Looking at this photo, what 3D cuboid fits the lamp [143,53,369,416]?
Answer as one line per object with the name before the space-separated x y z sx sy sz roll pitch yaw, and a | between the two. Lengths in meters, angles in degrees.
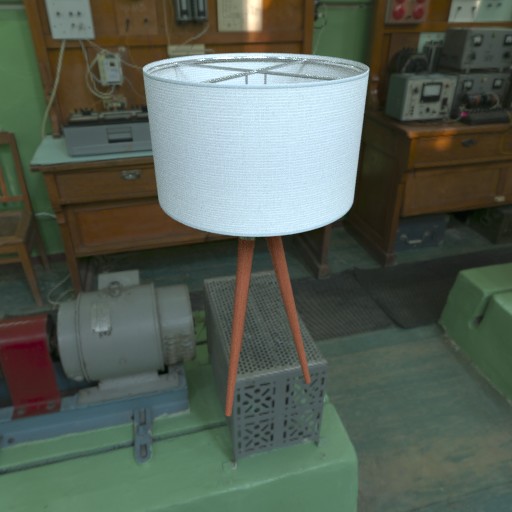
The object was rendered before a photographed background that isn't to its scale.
lamp | 0.000 0.000 0.890 0.355 0.709 0.354 -8 32 -14
